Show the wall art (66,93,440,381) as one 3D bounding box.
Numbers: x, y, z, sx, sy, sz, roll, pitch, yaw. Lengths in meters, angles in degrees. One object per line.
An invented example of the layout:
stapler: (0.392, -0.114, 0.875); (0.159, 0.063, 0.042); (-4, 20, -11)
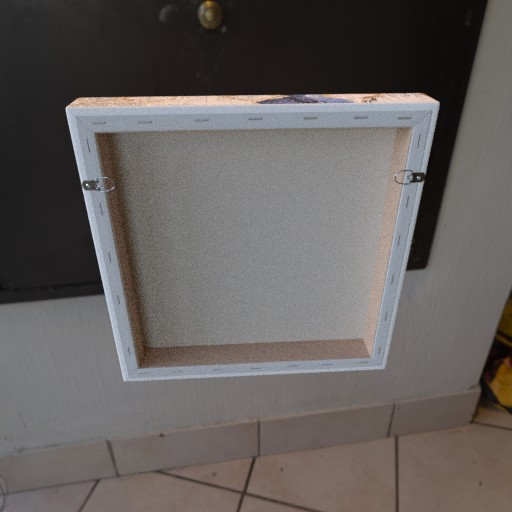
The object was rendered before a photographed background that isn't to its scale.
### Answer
wall art: (0.000, 0.000, 0.447); (0.303, 0.304, 0.036); (-2, 31, -3)
